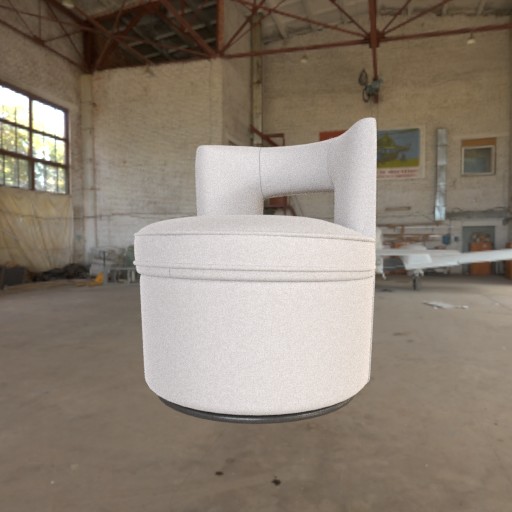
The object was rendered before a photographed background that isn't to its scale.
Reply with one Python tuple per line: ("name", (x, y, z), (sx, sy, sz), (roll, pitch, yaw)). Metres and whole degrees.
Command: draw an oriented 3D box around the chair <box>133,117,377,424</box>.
("chair", (0.000, 0.000, 1.234), (0.650, 0.723, 0.665), (1, 2, 35))
